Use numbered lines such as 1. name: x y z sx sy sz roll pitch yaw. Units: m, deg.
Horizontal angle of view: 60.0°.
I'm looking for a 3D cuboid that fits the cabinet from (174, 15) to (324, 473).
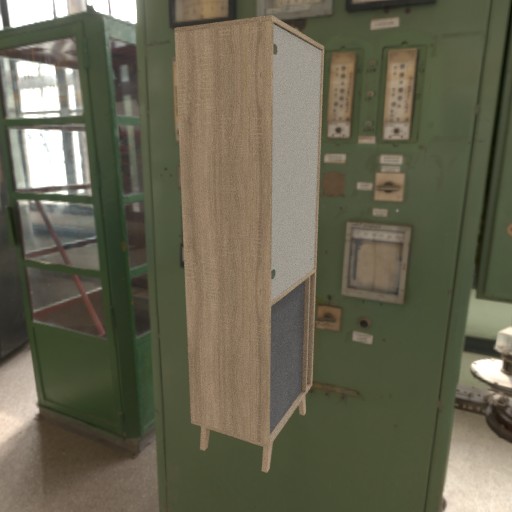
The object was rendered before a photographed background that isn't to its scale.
1. cabinet: 0.000 0.000 2.054 0.400 1.850 0.570 7 16 25
